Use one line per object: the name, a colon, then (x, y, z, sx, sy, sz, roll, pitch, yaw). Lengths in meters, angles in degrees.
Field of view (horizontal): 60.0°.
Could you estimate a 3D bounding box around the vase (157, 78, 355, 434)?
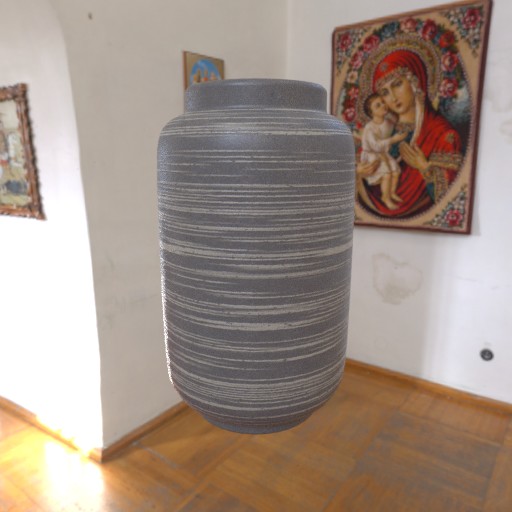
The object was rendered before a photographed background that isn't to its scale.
vase: (0.000, 0.000, 0.701, 0.297, 0.499, 0.297, 0, 13, 0)
